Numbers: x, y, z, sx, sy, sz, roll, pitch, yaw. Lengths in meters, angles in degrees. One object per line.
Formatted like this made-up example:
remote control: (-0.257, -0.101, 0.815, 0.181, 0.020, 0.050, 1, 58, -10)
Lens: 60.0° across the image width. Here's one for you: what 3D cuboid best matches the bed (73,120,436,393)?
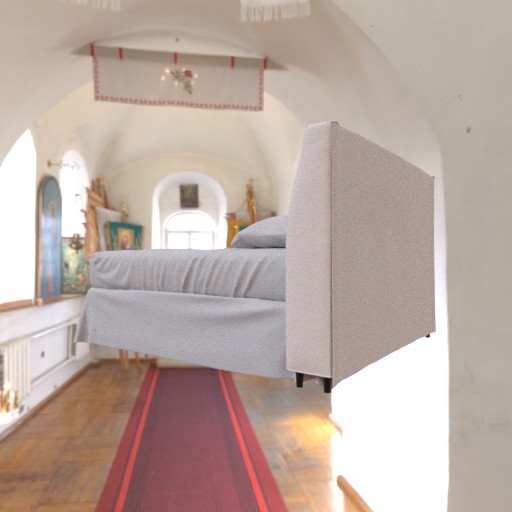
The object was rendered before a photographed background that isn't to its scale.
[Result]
bed: (0.000, 0.000, 3.516, 2.276, 1.332, 1.925, 0, 0, 36)
